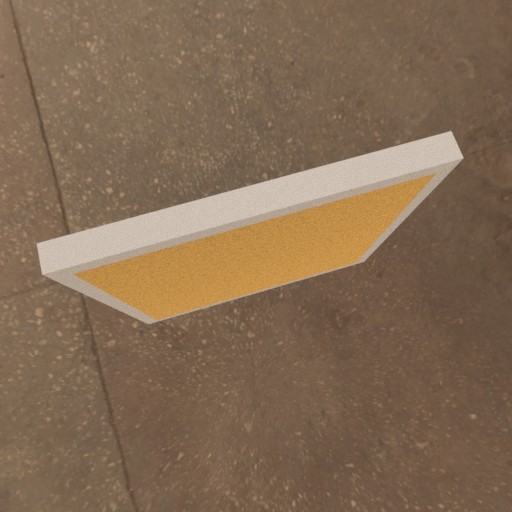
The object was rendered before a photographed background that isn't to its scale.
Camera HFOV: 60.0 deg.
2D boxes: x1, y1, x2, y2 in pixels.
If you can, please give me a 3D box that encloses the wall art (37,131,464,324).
[{"bbox_3d":[0.000,0.000,1.936,1.289,1.291,0.098,-16,76,-4],"label":"wall art"}]
